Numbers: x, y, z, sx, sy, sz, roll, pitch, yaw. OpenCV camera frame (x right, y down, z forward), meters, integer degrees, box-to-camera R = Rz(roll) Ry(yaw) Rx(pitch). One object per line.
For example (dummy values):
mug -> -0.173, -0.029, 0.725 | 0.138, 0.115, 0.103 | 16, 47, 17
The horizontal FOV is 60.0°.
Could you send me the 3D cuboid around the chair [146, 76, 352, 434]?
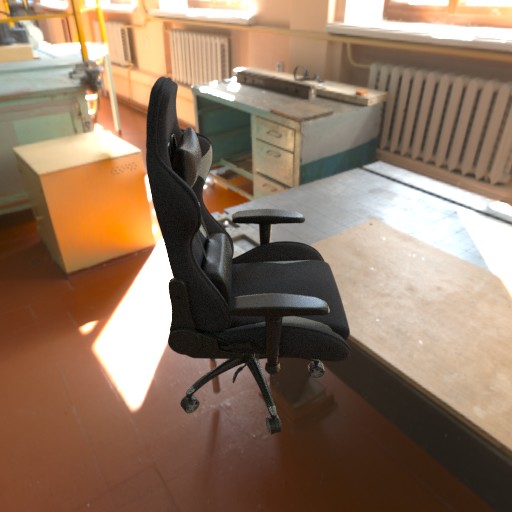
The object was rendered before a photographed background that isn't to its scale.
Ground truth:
chair -> 0.000, 0.000, 1.721 | 0.695, 1.300, 0.730 | -1, 31, -1
